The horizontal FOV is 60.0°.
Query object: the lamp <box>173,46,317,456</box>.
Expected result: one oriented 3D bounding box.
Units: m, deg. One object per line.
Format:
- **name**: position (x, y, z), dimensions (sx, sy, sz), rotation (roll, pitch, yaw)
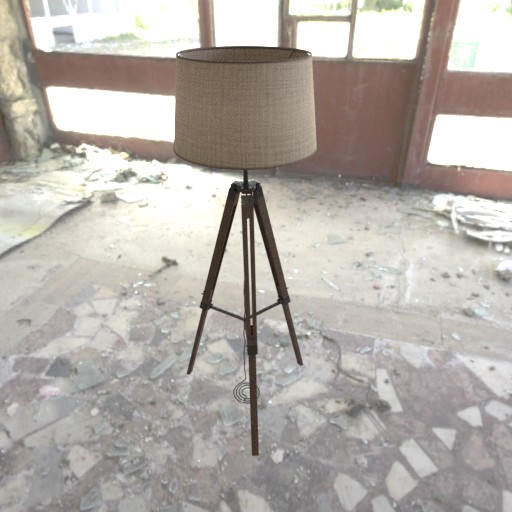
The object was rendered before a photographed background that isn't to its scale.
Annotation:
- **lamp**: position (0.000, 0.000, 1.793), dimensions (0.587, 1.510, 0.604), rotation (-21, 37, -31)
